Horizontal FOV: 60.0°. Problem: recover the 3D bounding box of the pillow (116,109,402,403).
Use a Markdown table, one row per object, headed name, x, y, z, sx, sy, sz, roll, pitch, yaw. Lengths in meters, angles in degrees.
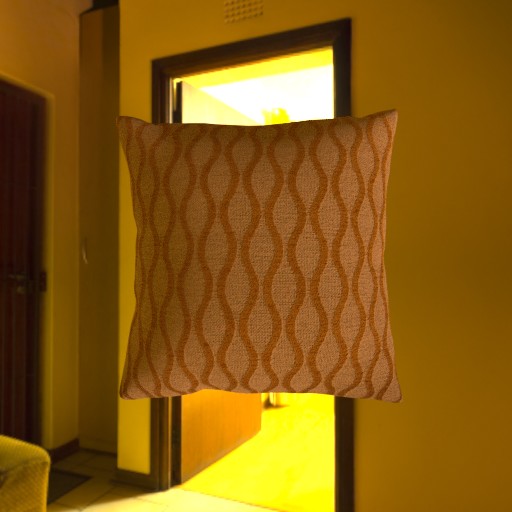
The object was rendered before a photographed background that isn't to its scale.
| name | x | y | z | sx | sy | sz | roll | pitch | yaw |
| --- | --- | --- | --- | --- | --- | --- | --- | --- | --- |
| pillow | 0.000 | 0.000 | 0.660 | 0.429 | 0.436 | 0.159 | 0 | -1 | 2 |
